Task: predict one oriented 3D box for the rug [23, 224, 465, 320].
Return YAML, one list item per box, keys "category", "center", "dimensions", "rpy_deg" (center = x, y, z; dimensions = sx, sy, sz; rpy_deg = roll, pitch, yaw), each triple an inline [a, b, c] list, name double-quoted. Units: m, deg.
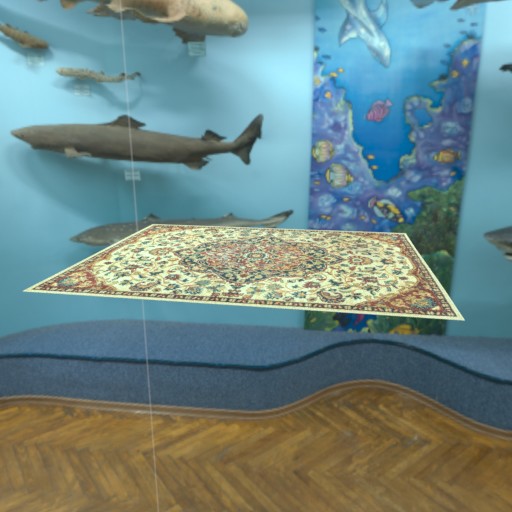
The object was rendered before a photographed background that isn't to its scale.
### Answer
- category: "rug"
  center: [0.000, 0.000, 4.173]
  dimensions: [3.067, 0.005, 2.454]
  rpy_deg: [3, 16, 9]
